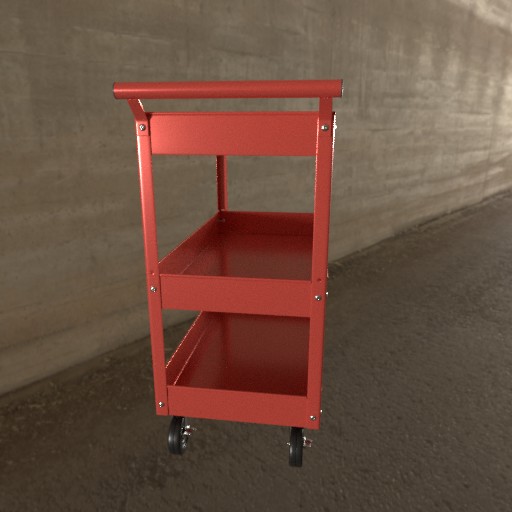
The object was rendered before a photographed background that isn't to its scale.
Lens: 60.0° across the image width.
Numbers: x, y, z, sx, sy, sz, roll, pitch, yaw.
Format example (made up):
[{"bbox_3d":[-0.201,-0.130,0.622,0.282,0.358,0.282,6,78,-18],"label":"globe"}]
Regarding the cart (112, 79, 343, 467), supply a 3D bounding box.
[{"bbox_3d":[0.000,0.000,1.138,0.366,0.780,0.719,2,17,8],"label":"cart"}]
